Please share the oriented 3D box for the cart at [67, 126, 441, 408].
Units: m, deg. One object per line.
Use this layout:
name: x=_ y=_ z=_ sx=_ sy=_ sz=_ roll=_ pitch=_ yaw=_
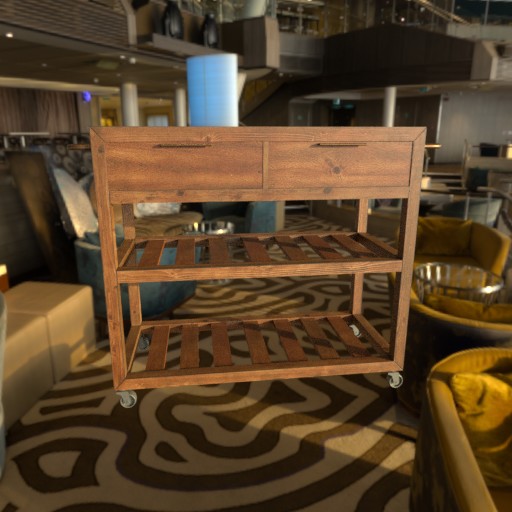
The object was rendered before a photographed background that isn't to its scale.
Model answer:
cart: x=0.000 y=0.000 z=1.492 sx=1.065 sy=0.830 sz=0.445 roll=-2 pitch=15 yaw=-7
